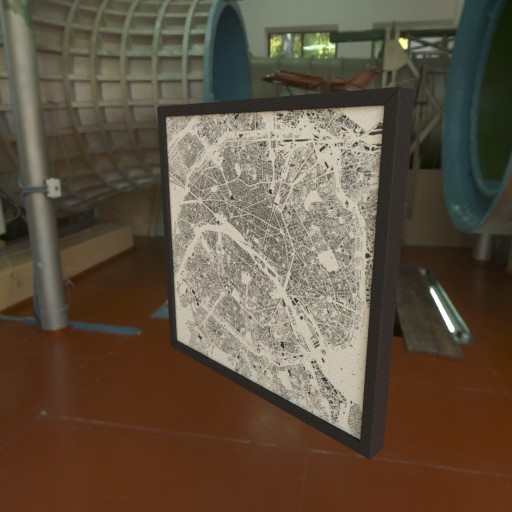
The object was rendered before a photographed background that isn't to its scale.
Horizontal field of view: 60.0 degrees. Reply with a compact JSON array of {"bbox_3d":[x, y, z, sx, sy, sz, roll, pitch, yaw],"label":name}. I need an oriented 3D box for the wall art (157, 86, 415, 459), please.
[{"bbox_3d":[0.000,0.000,0.761,0.037,0.508,0.508,-14,21,-43],"label":"wall art"}]
